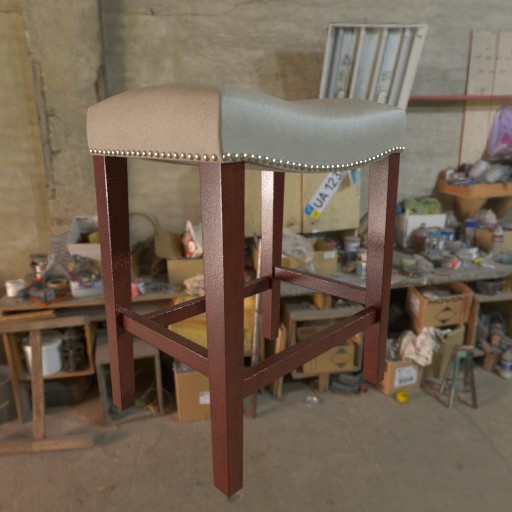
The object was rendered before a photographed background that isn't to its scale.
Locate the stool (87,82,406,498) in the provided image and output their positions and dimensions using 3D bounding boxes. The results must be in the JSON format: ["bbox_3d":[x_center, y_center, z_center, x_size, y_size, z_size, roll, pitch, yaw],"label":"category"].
[{"bbox_3d":[0.000,0.000,0.914,0.375,0.632,0.509,14,21,42],"label":"stool"}]
